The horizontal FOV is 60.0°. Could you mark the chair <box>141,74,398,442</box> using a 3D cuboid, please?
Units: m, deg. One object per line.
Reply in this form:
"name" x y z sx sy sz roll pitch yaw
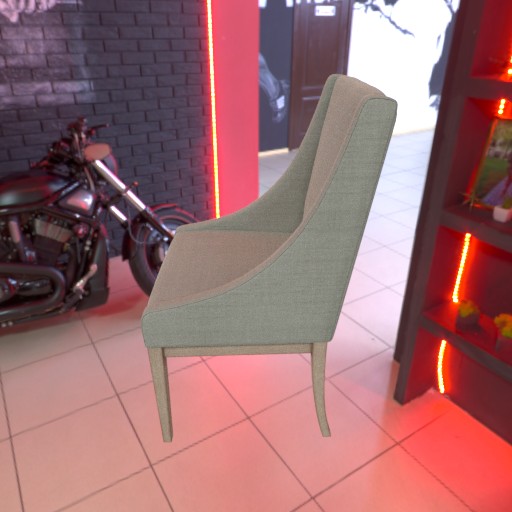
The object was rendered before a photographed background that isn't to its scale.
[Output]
"chair" 0.000 0.000 1.389 0.611 1.021 0.575 0 27 0
